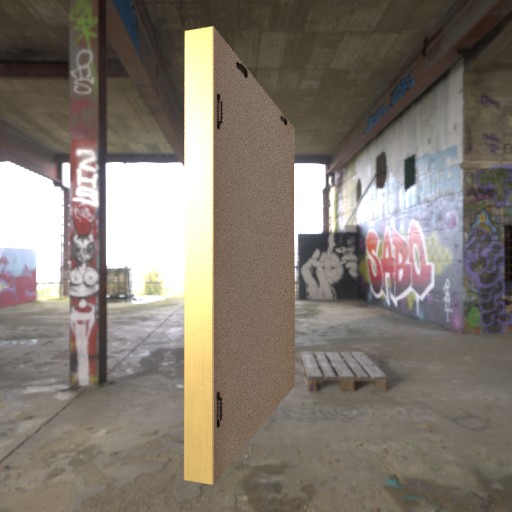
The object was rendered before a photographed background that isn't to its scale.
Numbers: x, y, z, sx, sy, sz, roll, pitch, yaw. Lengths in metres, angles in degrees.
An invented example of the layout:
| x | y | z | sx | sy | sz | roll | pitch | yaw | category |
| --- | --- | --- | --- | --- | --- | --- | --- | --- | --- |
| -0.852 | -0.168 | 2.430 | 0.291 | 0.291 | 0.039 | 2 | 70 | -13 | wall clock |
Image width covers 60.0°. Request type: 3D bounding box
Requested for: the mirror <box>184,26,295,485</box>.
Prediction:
| x | y | z | sx | sy | sz | roll | pitch | yaw | category |
| --- | --- | --- | --- | --- | --- | --- | --- | --- | --- |
| 0.000 | 0.000 | 0.687 | 0.041 | 0.508 | 0.405 | 0 | -1 | 18 | mirror |
